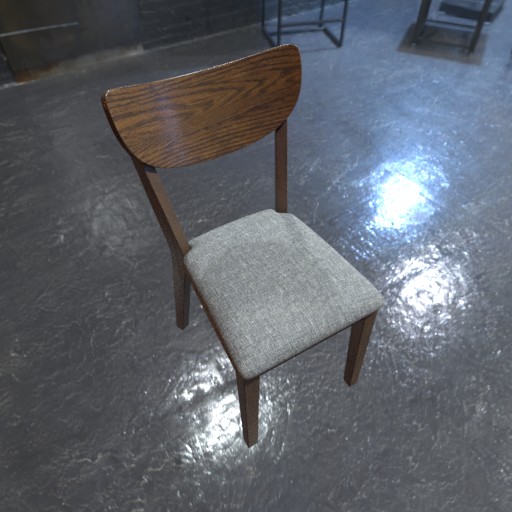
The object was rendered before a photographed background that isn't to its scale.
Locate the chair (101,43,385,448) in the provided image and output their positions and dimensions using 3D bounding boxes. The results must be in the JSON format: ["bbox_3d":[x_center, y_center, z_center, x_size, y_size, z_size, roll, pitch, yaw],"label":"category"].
[{"bbox_3d":[0.000,0.000,1.173,0.491,0.849,0.583,-24,52,-20],"label":"chair"}]
